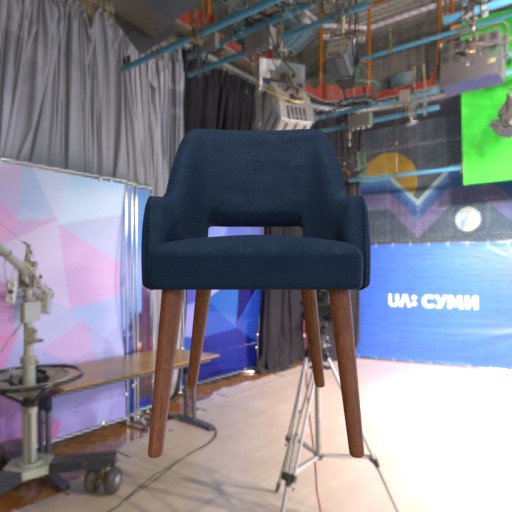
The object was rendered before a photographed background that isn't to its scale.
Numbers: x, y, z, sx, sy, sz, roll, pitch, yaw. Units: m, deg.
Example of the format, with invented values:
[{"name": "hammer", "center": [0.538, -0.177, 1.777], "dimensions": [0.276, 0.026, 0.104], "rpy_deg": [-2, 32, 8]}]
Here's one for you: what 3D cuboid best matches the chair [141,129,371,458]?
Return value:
[{"name": "chair", "center": [0.000, 0.000, 1.217], "dimensions": [0.559, 0.844, 0.591], "rpy_deg": [0, 0, 0]}]
